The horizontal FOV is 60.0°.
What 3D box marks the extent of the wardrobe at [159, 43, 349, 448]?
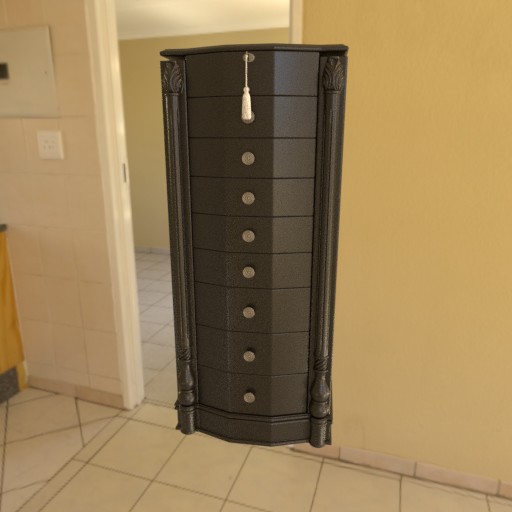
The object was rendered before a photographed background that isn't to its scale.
[{"bbox_3d":[0.000,0.000,1.192,0.444,1.011,0.295,2,16,8],"label":"wardrobe"}]
